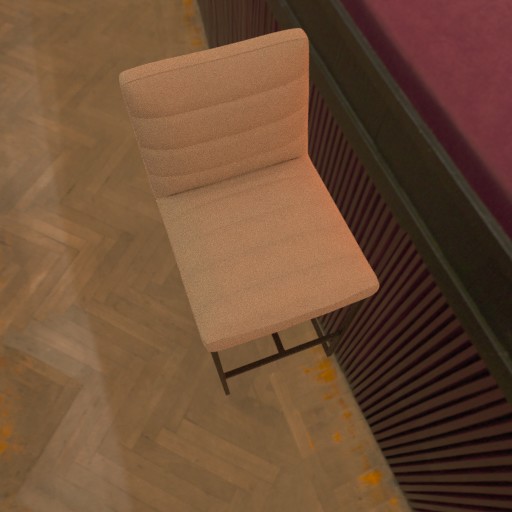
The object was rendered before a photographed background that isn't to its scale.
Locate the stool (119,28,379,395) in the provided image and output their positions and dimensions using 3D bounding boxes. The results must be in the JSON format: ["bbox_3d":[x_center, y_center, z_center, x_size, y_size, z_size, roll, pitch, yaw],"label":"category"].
[{"bbox_3d":[0.000,0.000,1.347,0.464,1.061,0.573,-18,65,-9],"label":"stool"}]
